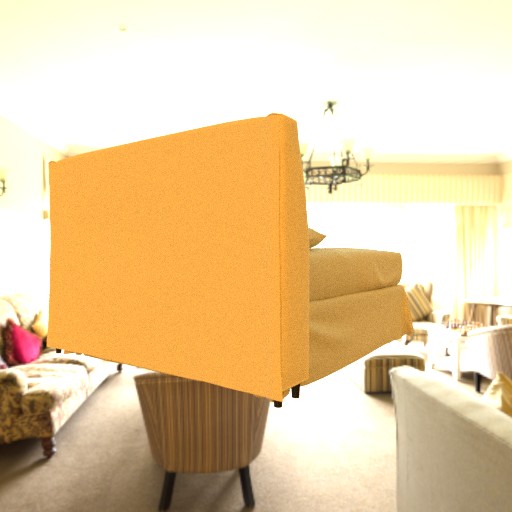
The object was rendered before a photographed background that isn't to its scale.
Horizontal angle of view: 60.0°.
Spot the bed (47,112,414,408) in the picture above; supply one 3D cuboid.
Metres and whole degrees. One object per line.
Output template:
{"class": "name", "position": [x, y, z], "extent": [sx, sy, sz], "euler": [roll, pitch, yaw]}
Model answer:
{"class": "bed", "position": [0.000, 0.000, 3.395], "extent": [1.925, 1.332, 2.276], "euler": [1, 1, 36]}
